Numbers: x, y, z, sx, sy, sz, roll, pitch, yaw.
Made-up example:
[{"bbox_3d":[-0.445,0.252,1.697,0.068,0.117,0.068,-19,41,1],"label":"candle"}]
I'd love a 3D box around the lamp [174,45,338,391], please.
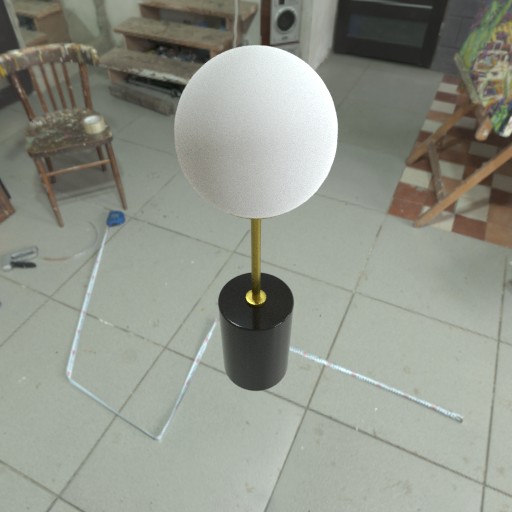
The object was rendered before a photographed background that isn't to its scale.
[{"bbox_3d":[0.000,0.000,0.537,0.153,0.480,0.153,0,45,0],"label":"lamp"}]
